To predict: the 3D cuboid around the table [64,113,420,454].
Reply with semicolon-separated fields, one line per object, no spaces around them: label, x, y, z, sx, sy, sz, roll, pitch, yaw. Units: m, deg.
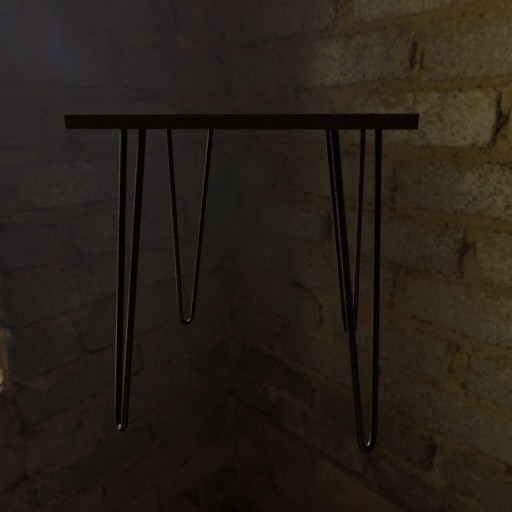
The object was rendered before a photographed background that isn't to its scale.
table;0.000;0.000;0.925;0.495;0.559;0.495;2;17;7
